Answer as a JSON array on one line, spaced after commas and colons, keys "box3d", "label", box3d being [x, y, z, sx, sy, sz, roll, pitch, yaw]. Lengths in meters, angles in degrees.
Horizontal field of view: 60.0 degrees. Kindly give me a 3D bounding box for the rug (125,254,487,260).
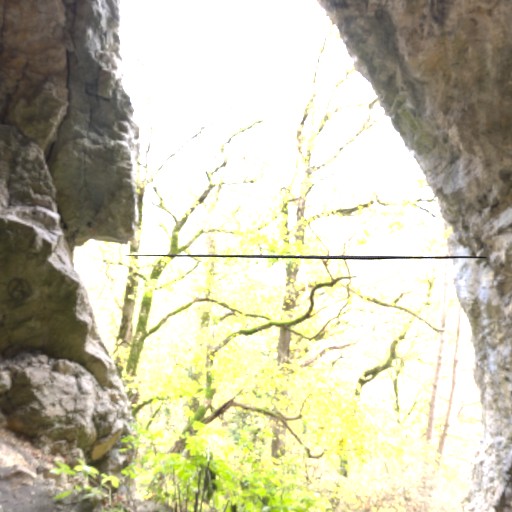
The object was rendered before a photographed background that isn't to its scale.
[{"box3d": [0.000, 0.000, 2.753, 0.801, 0.010, 2.459, 0, 1, -36], "label": "rug"}]
